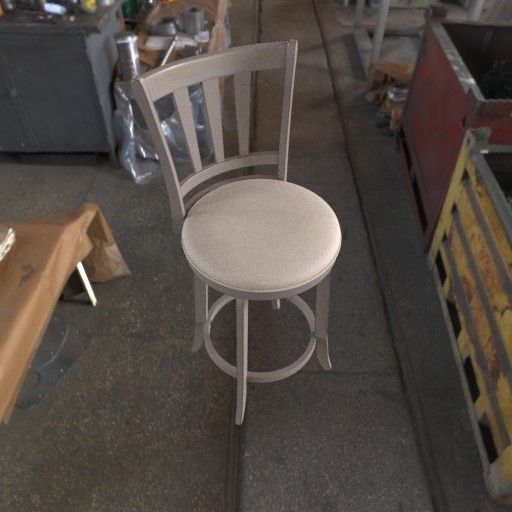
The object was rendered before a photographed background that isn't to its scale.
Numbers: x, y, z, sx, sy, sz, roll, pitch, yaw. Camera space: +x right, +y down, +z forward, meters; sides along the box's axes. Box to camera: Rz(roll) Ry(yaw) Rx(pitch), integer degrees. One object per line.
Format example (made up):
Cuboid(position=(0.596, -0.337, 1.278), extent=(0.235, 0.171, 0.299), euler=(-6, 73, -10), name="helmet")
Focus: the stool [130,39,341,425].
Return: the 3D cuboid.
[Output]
Cuboid(position=(0.000, 0.000, 1.278), extent=(0.436, 1.023, 0.475), euler=(-24, 50, -22), name="stool")
